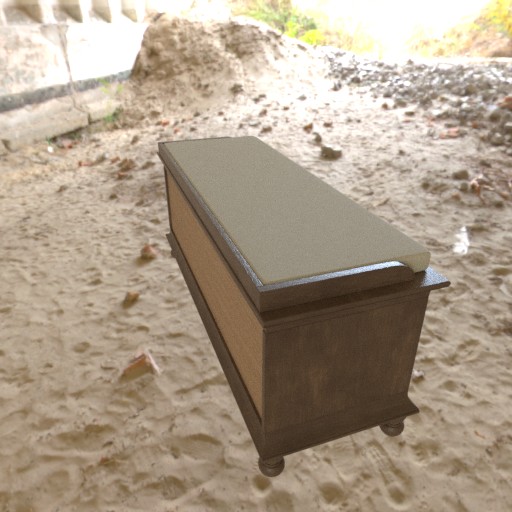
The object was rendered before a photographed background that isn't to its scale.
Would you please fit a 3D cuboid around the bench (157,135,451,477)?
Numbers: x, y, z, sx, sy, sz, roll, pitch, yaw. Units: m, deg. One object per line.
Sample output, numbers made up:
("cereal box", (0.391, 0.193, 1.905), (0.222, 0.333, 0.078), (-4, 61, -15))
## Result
("bench", (0.000, 0.000, 1.412), (0.402, 0.501, 1.185), (-10, 30, -17))
